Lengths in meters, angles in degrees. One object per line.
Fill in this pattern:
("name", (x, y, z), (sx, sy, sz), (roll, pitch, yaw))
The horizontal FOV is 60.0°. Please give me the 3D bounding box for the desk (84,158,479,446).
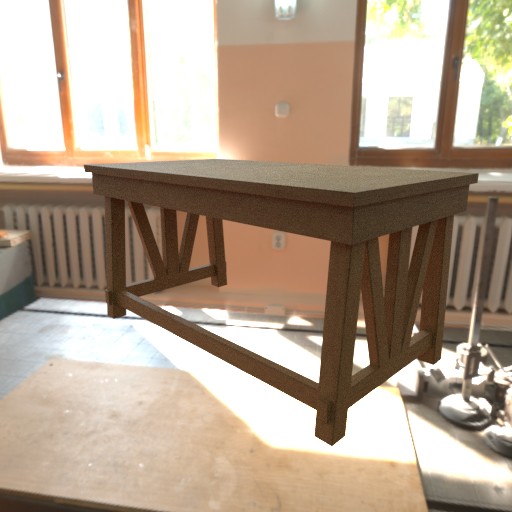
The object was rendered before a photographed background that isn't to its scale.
("desk", (0.000, 0.000, 1.961), (0.813, 0.762, 1.499), (-15, 21, -43))
